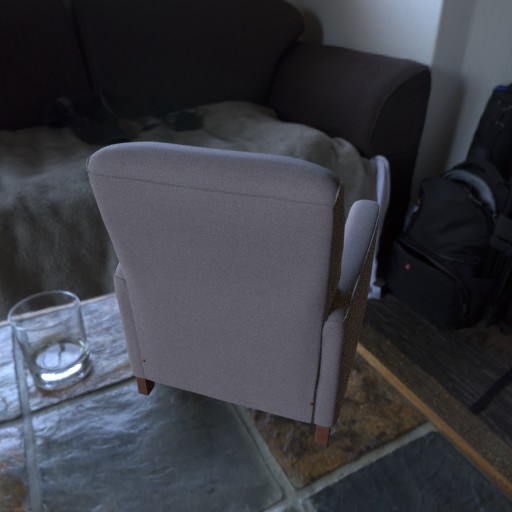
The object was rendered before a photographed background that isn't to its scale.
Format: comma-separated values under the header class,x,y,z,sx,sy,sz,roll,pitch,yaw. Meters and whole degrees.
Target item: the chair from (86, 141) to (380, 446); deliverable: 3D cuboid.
class,x,y,z,sx,sy,sz,roll,pitch,yaw
chair,0.000,0.000,1.658,0.845,1.023,0.859,10,33,15
